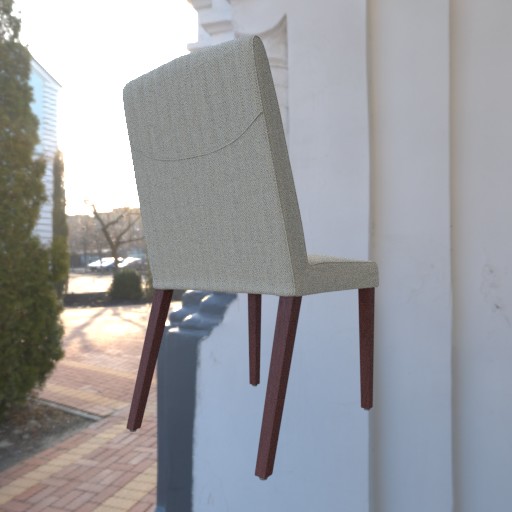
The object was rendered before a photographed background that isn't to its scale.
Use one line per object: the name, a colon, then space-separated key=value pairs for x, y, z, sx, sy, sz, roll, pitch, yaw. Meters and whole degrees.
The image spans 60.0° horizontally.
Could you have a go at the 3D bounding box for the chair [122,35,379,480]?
chair: x=0.000 y=0.000 z=1.219 sx=0.480 sy=0.900 sz=0.594 roll=-1 pitch=-1 yaw=37
